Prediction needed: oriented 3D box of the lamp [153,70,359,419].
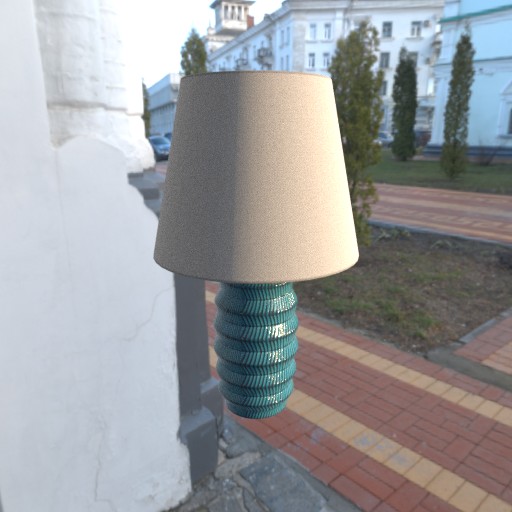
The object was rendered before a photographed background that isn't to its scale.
[{"bbox_3d":[0.000,0.000,0.786,0.355,0.582,0.355,0,15,0],"label":"lamp"}]
